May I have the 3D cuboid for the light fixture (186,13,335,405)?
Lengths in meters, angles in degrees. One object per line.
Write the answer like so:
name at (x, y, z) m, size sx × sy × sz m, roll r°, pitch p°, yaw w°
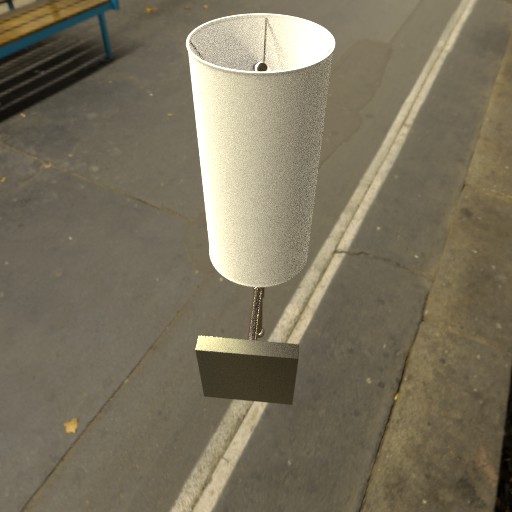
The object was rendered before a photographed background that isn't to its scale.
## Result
light fixture at (0.000, 0.000, 0.525) m, size 0.128 × 0.462 × 0.208 m, roll 4°, pitch 47°, yaw 4°
